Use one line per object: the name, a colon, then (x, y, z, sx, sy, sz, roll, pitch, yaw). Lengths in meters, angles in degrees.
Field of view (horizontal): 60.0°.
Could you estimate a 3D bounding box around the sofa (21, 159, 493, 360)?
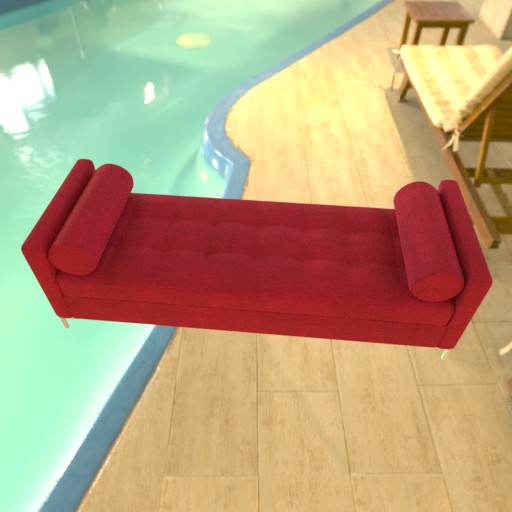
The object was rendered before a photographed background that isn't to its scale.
sofa: (0.000, 0.000, 2.283, 1.981, 0.635, 0.686, 4, 47, 4)
